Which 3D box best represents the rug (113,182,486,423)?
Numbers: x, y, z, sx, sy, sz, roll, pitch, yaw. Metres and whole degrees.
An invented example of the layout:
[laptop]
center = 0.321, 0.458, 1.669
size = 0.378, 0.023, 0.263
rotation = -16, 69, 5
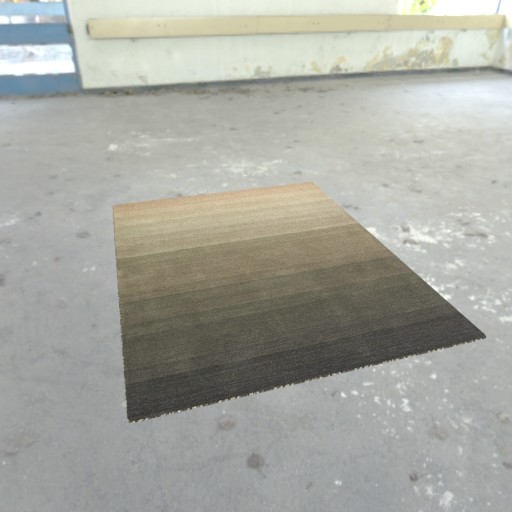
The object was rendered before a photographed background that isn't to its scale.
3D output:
[rug]
center = 0.000, 0.000, 3.808
size = 2.305, 0.017, 2.902
rotation = -9, 32, -15
